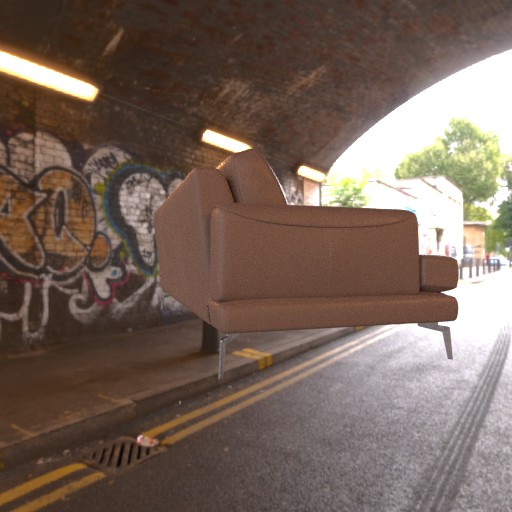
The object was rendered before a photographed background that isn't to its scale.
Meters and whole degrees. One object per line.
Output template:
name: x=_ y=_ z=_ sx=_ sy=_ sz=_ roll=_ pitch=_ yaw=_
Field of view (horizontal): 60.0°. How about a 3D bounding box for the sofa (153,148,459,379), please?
sofa: x=0.000 y=0.000 z=2.393 sx=0.974 sy=0.765 sz=1.940 roll=0 pitch=0 yaw=-18
